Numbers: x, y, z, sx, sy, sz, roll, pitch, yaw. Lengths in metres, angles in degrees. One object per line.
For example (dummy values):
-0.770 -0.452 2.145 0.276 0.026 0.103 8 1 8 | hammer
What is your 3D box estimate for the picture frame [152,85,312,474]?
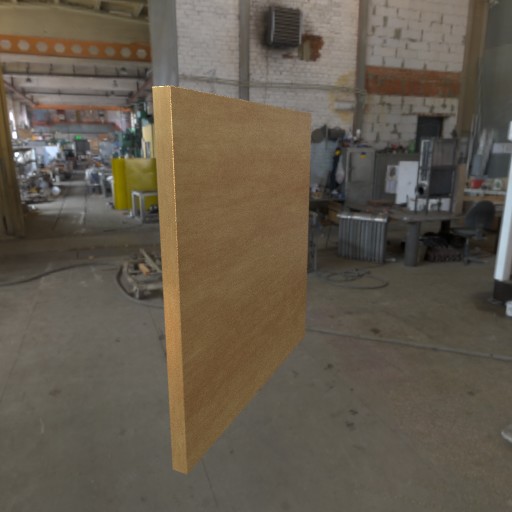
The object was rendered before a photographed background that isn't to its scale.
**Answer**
0.000 0.000 1.169 0.037 0.761 0.758 6 15 24 | picture frame
